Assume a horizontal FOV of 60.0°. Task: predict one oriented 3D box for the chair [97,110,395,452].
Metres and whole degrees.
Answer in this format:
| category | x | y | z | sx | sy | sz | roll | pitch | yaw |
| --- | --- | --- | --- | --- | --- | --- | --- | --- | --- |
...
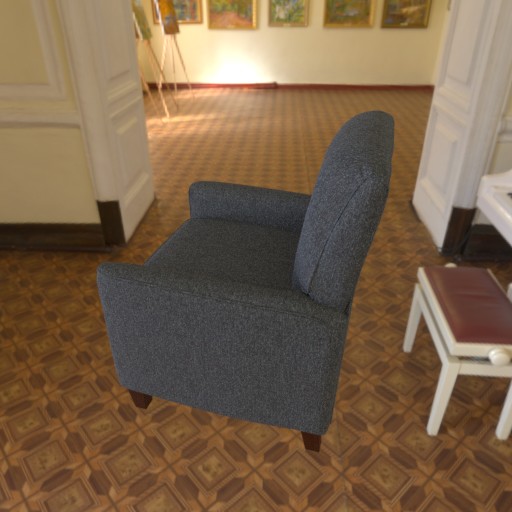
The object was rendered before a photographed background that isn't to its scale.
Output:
| category | x | y | z | sx | sy | sz | roll | pitch | yaw |
| --- | --- | --- | --- | --- | --- | --- | --- | --- | --- |
| chair | 0.000 | 0.000 | 1.628 | 0.850 | 1.016 | 0.839 | 8 | 32 | 14 |
